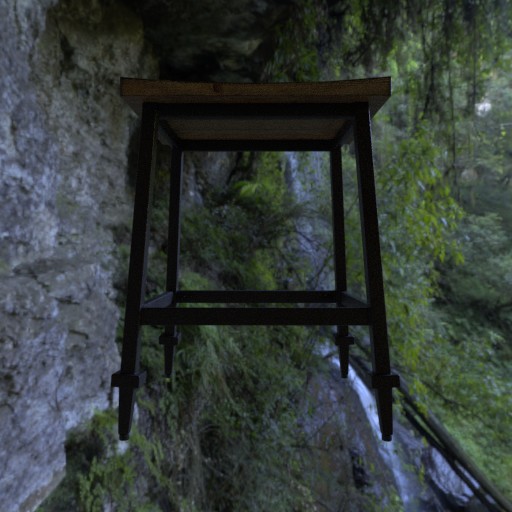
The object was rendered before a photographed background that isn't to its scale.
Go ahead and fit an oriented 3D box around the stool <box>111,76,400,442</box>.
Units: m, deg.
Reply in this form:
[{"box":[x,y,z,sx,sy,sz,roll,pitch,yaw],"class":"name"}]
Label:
[{"box":[0.000,0.000,0.942,0.486,0.625,0.405,0,1,0],"class":"stool"}]
